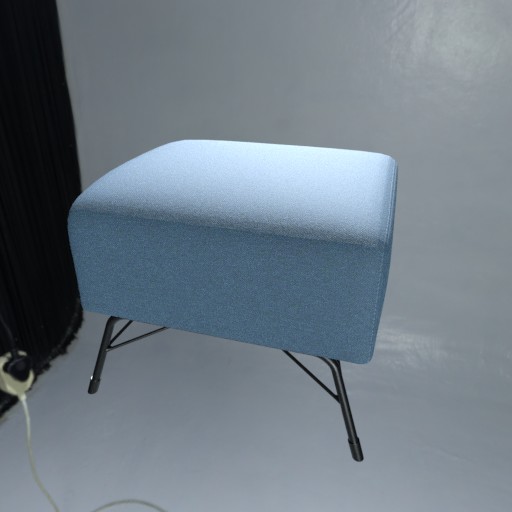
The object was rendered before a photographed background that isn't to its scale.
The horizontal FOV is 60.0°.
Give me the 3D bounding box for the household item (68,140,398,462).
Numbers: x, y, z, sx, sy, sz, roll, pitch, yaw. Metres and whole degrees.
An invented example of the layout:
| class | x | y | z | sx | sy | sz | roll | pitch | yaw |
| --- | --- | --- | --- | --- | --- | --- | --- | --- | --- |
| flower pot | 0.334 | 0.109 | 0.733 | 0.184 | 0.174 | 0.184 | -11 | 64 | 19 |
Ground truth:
| class | x | y | z | sx | sy | sz | roll | pitch | yaw |
| --- | --- | --- | --- | --- | --- | --- | --- | --- | --- |
| household item | 0.000 | 0.000 | 0.922 | 0.530 | 0.420 | 0.530 | 8 | 28 | 15 |
